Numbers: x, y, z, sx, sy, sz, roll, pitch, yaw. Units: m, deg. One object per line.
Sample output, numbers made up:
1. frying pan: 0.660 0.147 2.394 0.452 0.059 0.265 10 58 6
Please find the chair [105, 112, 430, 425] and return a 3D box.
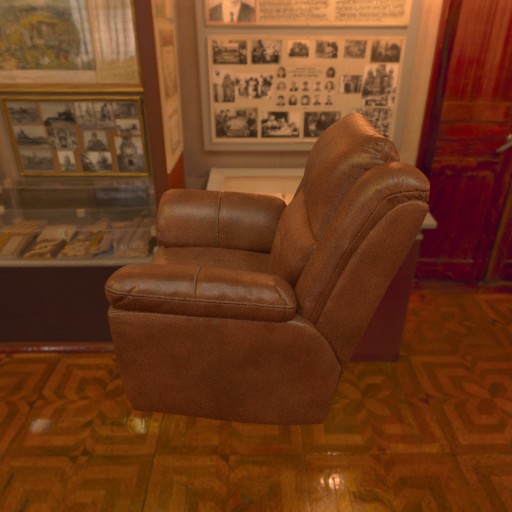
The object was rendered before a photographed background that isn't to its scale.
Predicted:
1. chair: 0.000 0.000 1.863 1.041 1.093 0.990 1 27 1
